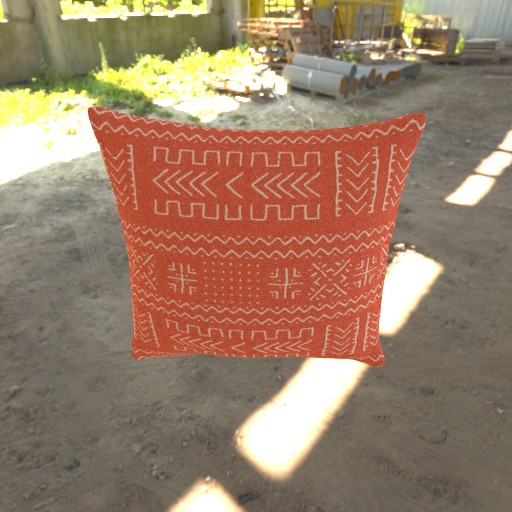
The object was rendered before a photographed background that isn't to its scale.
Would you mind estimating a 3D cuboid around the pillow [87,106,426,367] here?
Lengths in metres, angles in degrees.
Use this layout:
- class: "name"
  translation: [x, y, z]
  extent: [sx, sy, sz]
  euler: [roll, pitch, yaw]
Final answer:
- class: "pillow"
  translation: [0.000, 0.000, 0.665]
  extent: [0.438, 0.429, 0.164]
  euler: [2, 29, 3]
